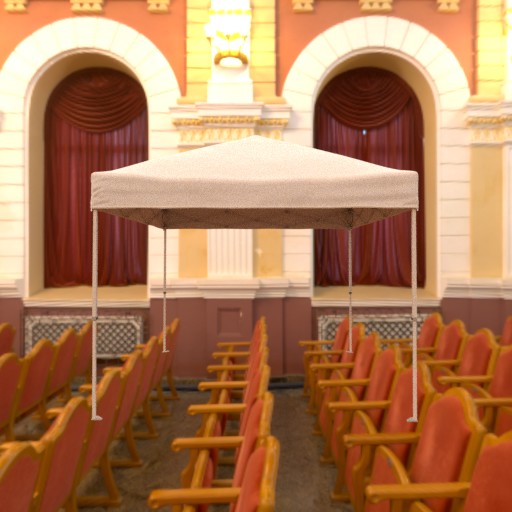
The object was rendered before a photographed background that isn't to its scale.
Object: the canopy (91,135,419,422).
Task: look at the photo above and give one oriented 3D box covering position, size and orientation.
[{"bbox_3d":[0.000,0.000,5.501,2.996,2.997,2.998,0,0,1],"label":"canopy"}]
